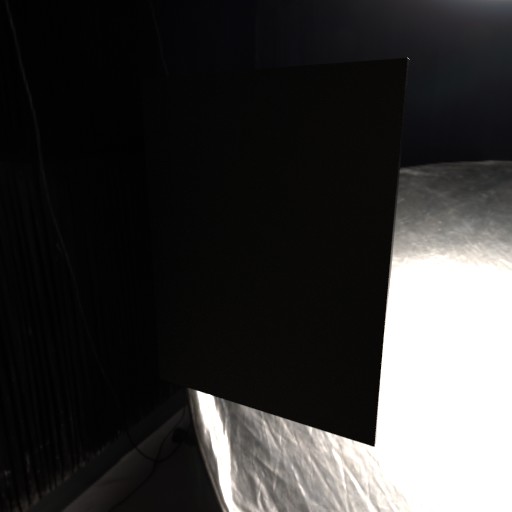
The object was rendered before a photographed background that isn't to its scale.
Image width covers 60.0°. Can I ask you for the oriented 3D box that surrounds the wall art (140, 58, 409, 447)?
[{"bbox_3d":[0.000,0.000,0.745,0.442,0.582,0.013,8,17,27],"label":"wall art"}]
